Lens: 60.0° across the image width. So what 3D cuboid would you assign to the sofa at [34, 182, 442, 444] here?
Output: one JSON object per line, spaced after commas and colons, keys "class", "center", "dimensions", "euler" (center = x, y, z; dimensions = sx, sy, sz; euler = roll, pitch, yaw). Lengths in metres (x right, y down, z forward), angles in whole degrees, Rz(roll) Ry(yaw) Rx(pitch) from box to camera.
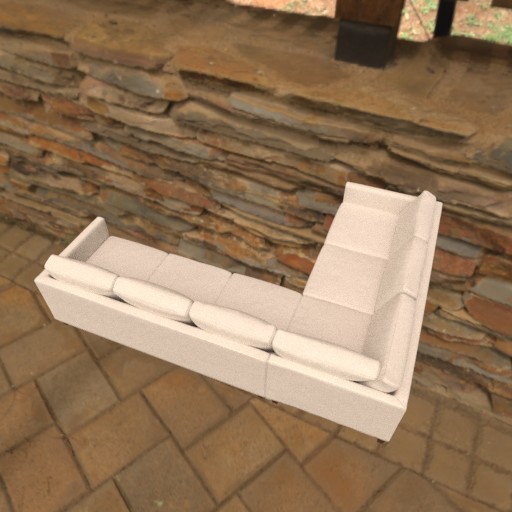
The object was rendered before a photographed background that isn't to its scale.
{"class": "sofa", "center": [0.000, 0.000, 4.366], "dimensions": [3.182, 0.863, 2.432], "euler": [16, 48, 15]}
